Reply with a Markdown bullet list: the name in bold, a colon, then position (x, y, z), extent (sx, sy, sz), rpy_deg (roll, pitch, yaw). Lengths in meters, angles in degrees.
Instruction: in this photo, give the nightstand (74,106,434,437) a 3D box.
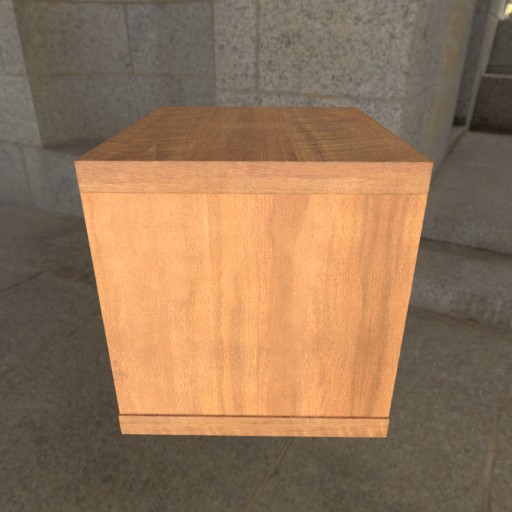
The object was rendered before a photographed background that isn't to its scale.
- **nightstand**: position (0.000, 0.000, 0.858), extent (0.436, 0.491, 0.493), rpy_deg (0, 26, 1)
